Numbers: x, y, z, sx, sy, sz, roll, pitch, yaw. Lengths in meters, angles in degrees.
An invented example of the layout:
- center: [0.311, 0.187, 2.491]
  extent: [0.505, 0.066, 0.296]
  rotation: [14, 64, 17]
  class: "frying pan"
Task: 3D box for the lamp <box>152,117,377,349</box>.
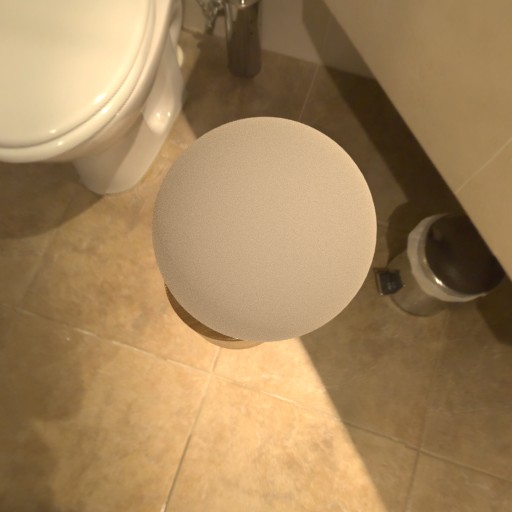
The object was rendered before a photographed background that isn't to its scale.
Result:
- center: [0.000, 0.000, 0.340]
  extent: [0.152, 0.250, 0.141]
  rotation: [-18, 75, -5]
  class: "lamp"
